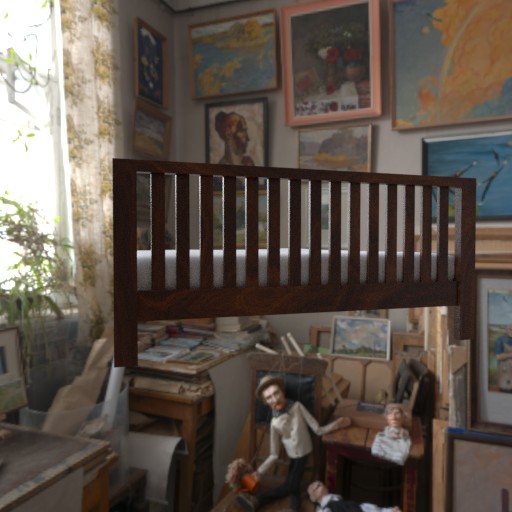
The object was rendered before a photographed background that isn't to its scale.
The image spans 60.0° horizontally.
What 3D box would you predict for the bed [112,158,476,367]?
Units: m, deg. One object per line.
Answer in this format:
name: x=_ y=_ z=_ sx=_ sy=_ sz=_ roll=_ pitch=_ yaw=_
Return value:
bed: x=0.000 y=0.000 z=3.134 sx=1.905 sy=0.890 sz=2.030 roll=0 pitch=2 yaw=-17
